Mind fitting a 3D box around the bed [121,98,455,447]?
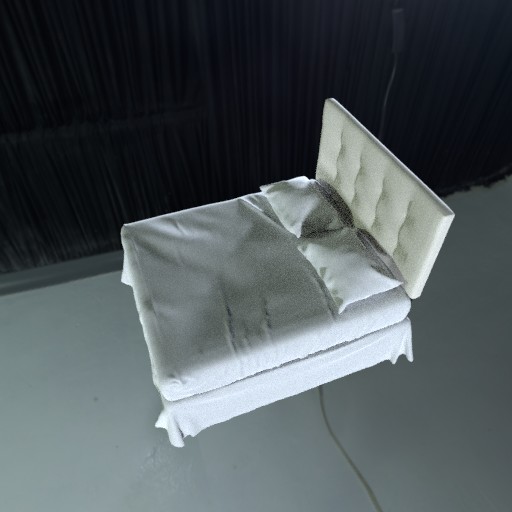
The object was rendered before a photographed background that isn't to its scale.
[{"bbox_3d":[0.000,0.000,3.584,2.222,1.577,1.936,-16,49,-14],"label":"bed"}]
